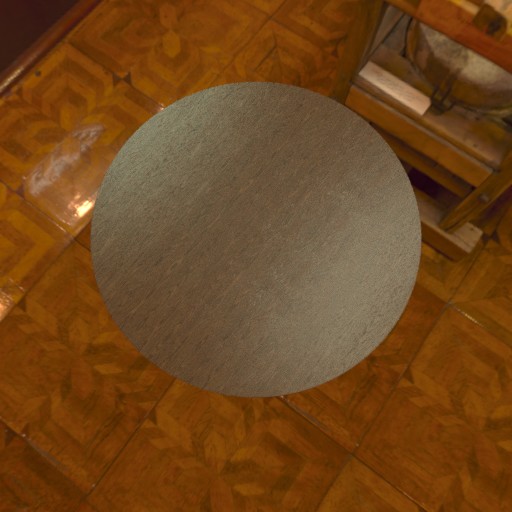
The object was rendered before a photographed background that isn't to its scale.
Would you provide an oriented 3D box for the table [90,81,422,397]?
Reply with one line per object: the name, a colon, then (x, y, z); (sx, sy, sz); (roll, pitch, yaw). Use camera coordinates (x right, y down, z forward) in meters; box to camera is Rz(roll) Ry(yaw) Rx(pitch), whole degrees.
table: (0.000, 0.000, 1.794); (1.053, 0.786, 1.053); (0, 75, 0)
